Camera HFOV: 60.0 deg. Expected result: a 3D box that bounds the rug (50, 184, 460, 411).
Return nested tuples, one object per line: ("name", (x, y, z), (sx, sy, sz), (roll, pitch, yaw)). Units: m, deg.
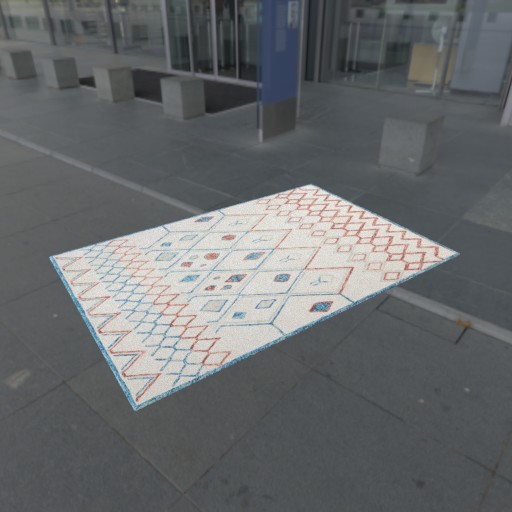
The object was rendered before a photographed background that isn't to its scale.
("rug", (0.000, 0.000, 2.370), (1.829, 0.016, 1.219), (-19, 36, -29))
